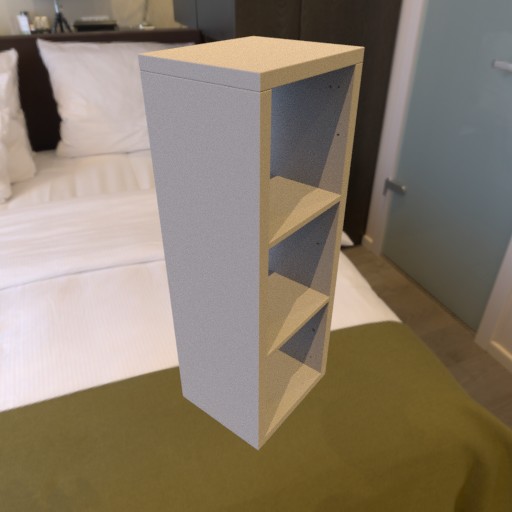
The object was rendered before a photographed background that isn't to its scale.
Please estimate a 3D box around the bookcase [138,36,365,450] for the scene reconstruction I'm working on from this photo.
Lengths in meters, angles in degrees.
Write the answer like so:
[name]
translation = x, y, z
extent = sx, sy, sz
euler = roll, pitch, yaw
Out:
[bookcase]
translation = 0.000, 0.000, 1.271
extent = 0.330, 1.080, 0.390
euler = 23, 39, 32
